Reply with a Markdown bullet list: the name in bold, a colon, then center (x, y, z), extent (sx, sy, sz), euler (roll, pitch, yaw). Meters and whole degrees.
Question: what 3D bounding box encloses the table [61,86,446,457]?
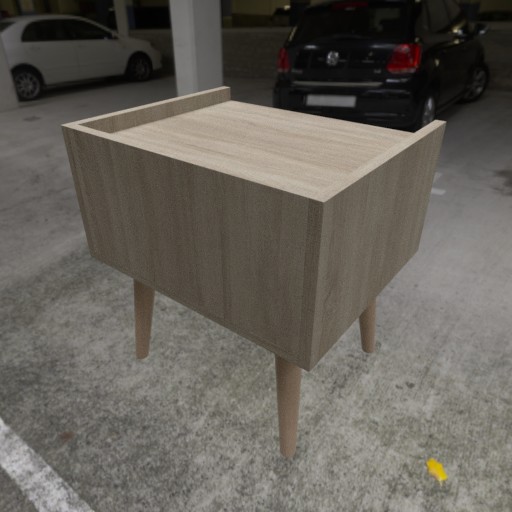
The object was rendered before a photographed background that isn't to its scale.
- **table**: center (0.000, 0.000, 0.792), extent (0.450, 0.470, 0.370), euler (22, 38, 31)
